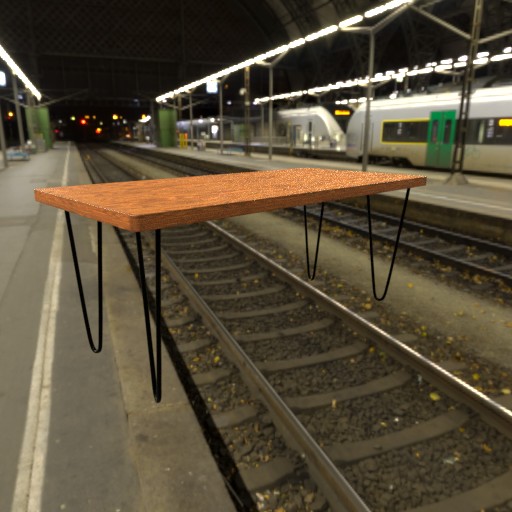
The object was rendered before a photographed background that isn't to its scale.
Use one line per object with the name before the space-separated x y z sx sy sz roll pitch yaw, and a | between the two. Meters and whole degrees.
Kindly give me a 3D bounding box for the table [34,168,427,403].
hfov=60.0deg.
table | 0.000 0.000 2.272 1.791 0.753 0.883 -14 21 -41
